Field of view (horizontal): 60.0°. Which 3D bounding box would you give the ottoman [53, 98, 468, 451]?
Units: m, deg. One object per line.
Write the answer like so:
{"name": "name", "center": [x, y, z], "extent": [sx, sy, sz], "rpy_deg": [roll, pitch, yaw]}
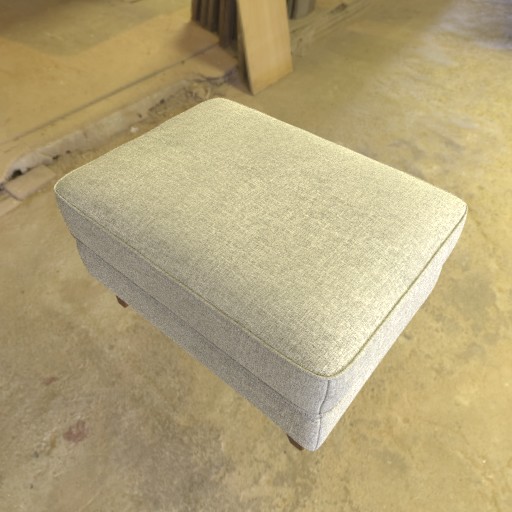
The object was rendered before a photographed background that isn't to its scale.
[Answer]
{"name": "ottoman", "center": [0.000, 0.000, 1.270], "extent": [0.889, 0.561, 0.661], "rpy_deg": [31, 54, 26]}
